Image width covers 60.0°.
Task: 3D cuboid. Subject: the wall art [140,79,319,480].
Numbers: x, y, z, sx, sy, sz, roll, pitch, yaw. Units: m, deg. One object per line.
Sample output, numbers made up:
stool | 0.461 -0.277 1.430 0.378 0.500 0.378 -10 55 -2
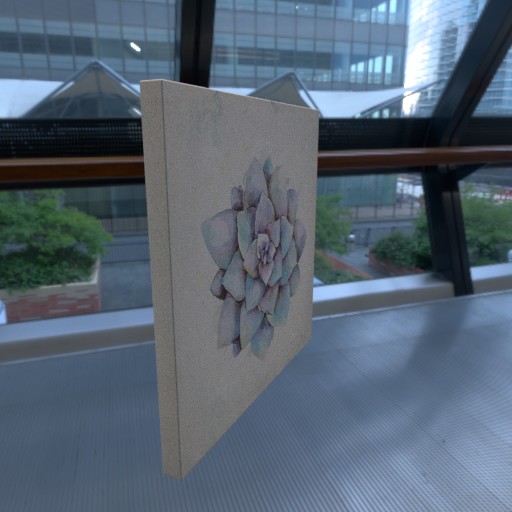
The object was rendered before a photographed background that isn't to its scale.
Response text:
wall art | 0.000 0.000 0.917 0.040 0.612 0.612 7 16 26
